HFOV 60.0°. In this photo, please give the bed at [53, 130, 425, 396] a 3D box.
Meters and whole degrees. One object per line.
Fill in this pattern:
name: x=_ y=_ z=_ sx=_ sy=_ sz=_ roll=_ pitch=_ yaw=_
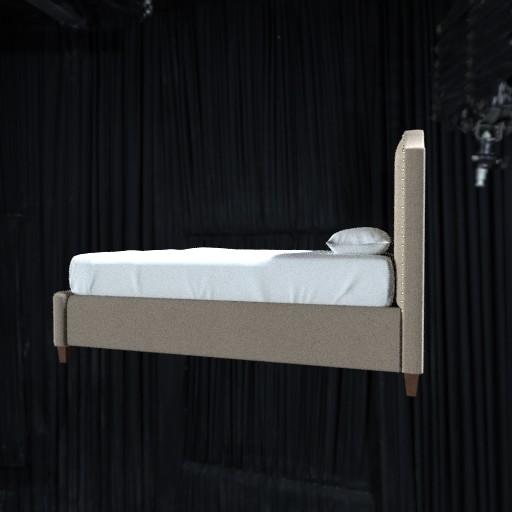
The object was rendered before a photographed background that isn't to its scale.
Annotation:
bed: x=0.000 y=0.000 z=3.416 sx=2.329 sy=1.415 sz=1.703 roll=0 pitch=1 yaw=17
